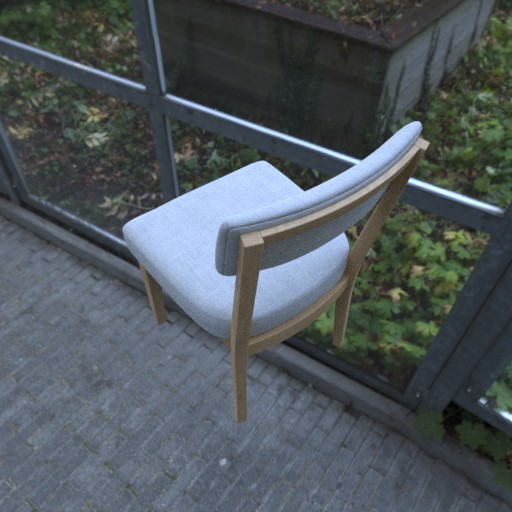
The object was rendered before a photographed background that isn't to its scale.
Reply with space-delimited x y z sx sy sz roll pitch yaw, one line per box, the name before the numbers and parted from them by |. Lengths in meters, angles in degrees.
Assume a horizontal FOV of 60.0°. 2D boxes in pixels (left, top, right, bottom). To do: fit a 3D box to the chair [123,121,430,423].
chair | 0.000 0.000 1.190 0.508 0.832 0.572 -30 54 -25
